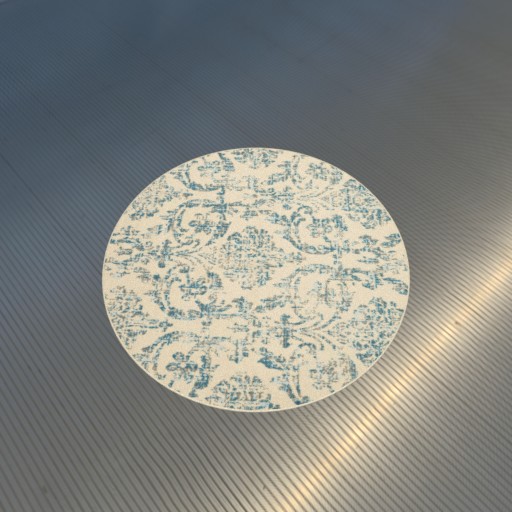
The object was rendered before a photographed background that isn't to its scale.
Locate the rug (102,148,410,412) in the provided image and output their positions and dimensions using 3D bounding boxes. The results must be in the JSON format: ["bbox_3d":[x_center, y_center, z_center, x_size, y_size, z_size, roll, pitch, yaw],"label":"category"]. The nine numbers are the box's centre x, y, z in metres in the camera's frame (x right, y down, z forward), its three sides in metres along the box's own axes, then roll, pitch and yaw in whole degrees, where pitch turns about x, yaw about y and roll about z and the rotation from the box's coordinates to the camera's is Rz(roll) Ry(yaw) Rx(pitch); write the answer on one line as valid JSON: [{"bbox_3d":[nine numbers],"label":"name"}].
[{"bbox_3d":[0.000,0.000,2.332,1.593,0.012,1.593,0,58,0],"label":"rug"}]
